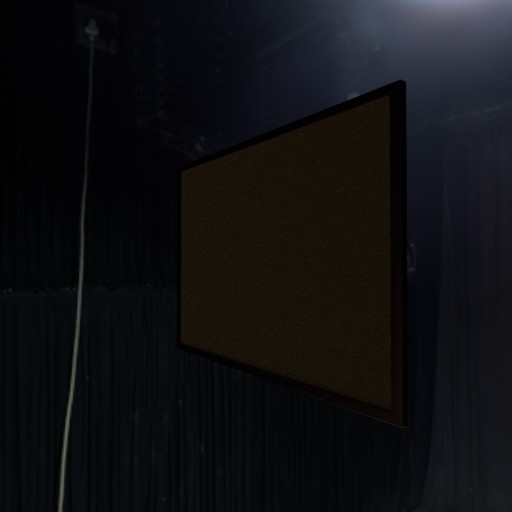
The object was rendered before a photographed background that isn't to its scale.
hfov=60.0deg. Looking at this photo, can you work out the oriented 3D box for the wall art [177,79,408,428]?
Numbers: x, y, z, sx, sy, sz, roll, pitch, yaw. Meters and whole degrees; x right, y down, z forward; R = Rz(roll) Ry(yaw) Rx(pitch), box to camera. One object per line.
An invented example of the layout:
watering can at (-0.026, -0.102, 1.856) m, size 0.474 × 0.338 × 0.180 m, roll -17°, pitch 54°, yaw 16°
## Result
wall art at (0.000, 0.000, 1.044) m, size 0.014 × 0.559 × 0.816 m, roll 1°, pitch -1°, yaw -36°
